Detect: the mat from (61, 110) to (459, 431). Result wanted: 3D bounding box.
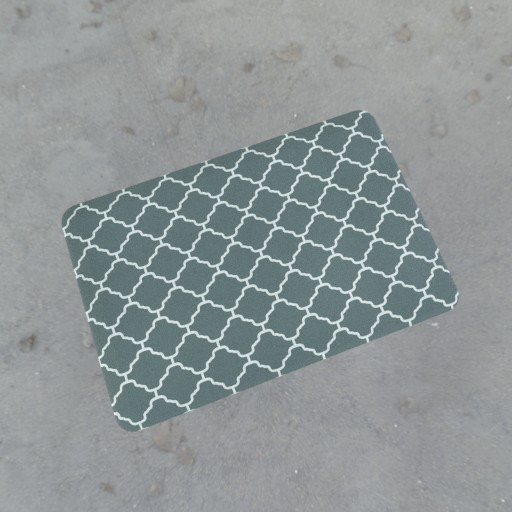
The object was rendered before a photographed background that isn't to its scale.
[{"bbox_3d":[0.000,0.000,0.963,0.762,0.021,0.508,-20,77,-5],"label":"mat"}]
